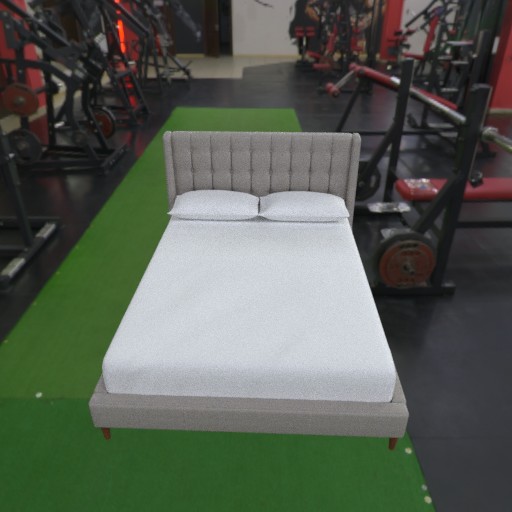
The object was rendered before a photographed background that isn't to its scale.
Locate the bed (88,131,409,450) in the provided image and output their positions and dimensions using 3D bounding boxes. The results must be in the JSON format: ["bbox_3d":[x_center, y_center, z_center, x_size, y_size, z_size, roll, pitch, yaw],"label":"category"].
[{"bbox_3d":[0.000,0.000,3.083,1.656,1.147,2.232,1,30,2],"label":"bed"}]
